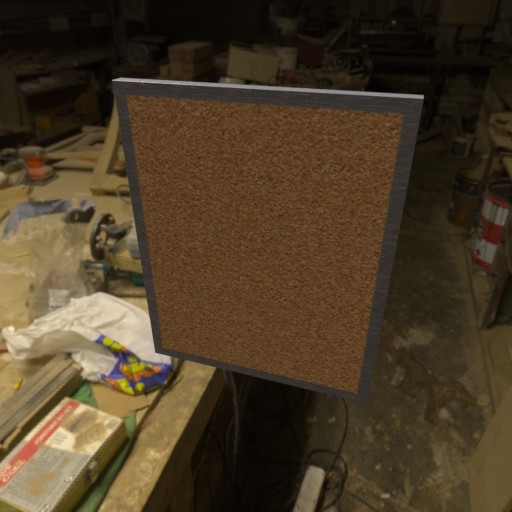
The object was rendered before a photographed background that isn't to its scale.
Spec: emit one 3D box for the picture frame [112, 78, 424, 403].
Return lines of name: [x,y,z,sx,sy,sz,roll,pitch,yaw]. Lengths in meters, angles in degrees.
picture frame: [0.000,0.000,0.773,0.454,0.559,0.029,9,32,15]
